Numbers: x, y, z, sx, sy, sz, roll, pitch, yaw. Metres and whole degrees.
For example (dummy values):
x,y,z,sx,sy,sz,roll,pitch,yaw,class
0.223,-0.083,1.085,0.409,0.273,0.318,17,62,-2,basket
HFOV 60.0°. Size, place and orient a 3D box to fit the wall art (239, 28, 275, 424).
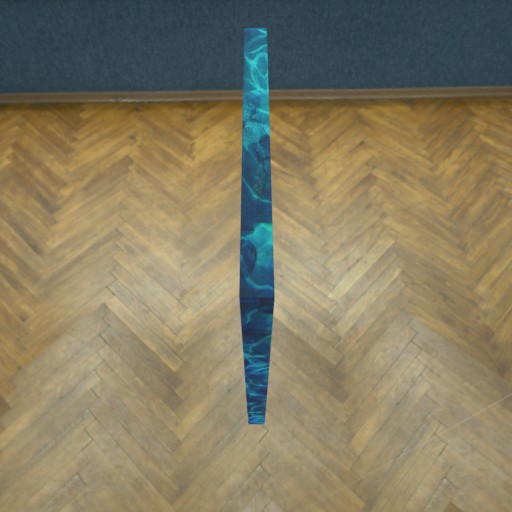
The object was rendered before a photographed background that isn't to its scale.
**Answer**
x,y,z,sx,sy,sz,roll,pitch,yaw,class
0.000,0.000,0.880,0.038,0.635,0.508,0,58,0,wall art
